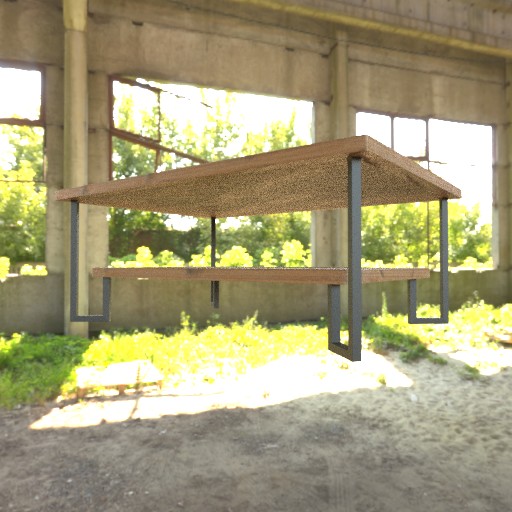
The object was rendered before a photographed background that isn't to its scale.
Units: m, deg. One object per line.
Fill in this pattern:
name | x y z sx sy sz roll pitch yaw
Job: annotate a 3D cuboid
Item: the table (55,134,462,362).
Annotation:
table | 0.000 0.000 1.644 1.238 0.492 0.877 -1 -1 37
